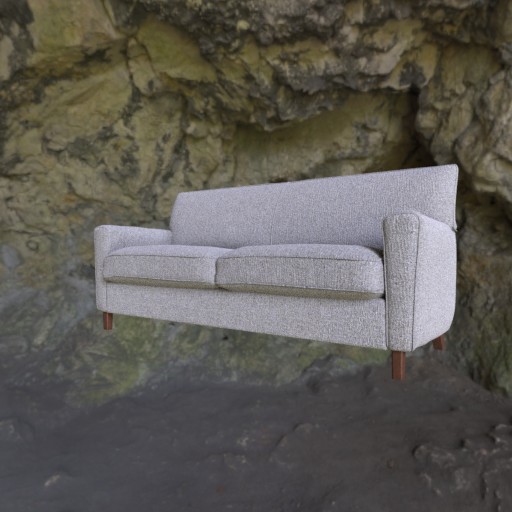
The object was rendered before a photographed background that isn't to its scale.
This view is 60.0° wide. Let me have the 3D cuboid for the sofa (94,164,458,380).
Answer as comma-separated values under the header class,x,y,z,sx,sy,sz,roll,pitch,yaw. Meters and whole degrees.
class,x,y,z,sx,sy,sz,roll,pitch,yaw
sofa,0.000,0.000,2.530,2.026,0.942,0.854,1,1,36
